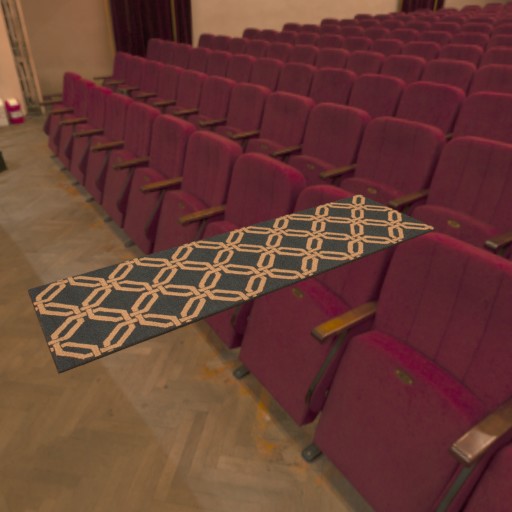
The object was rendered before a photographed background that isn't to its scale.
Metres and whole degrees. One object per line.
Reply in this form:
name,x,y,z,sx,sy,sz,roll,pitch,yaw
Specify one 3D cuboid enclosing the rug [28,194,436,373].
rug,0.000,0.000,2.501,2.276,0.014,0.678,-18,35,-28
